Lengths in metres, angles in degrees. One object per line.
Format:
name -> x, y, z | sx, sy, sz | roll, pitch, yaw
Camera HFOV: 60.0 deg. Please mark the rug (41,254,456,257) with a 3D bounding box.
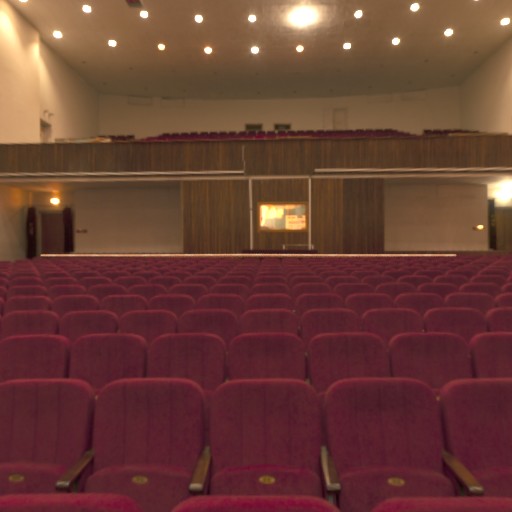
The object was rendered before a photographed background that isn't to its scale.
rug -> 0.000, 0.000, 2.658 | 1.524, 0.013, 2.135 | 0, 0, 2
